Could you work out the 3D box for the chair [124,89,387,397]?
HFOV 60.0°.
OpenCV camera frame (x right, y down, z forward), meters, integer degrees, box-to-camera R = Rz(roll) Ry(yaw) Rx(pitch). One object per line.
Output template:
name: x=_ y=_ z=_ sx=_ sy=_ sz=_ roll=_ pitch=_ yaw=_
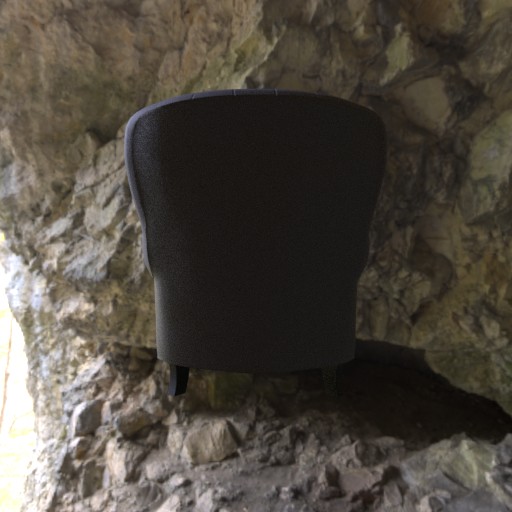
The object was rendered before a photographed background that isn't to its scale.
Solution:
chair: x=0.000 y=0.000 z=1.824 sx=0.983 sy=1.046 sz=0.983 roll=0 pitch=-1 yaw=1
